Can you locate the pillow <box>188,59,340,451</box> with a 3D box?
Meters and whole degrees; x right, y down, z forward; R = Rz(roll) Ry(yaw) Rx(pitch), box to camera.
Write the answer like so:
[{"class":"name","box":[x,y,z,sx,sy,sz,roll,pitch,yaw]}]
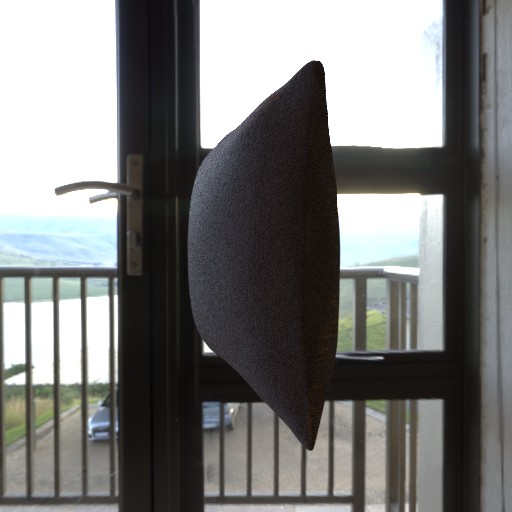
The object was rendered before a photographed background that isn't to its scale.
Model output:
[{"class":"pillow","box":[0.000,0.000,0.702,0.204,0.439,0.452,0,1,-19]}]
